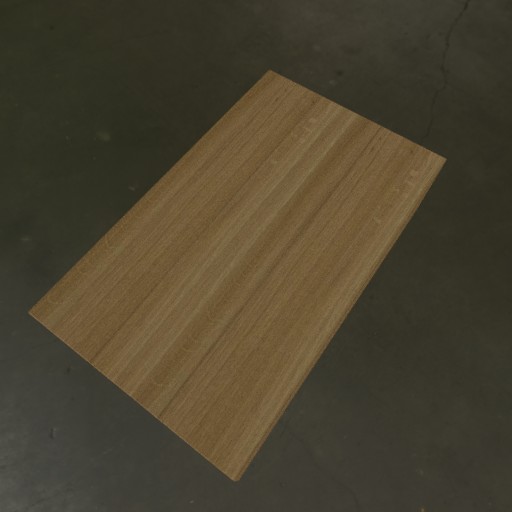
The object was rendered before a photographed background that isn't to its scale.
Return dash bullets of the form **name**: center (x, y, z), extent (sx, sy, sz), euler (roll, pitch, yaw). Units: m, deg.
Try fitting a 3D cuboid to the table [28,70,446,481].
- **table**: center (0.000, 0.000, 1.434), extent (0.678, 0.353, 1.110), euler (33, 68, 15)
